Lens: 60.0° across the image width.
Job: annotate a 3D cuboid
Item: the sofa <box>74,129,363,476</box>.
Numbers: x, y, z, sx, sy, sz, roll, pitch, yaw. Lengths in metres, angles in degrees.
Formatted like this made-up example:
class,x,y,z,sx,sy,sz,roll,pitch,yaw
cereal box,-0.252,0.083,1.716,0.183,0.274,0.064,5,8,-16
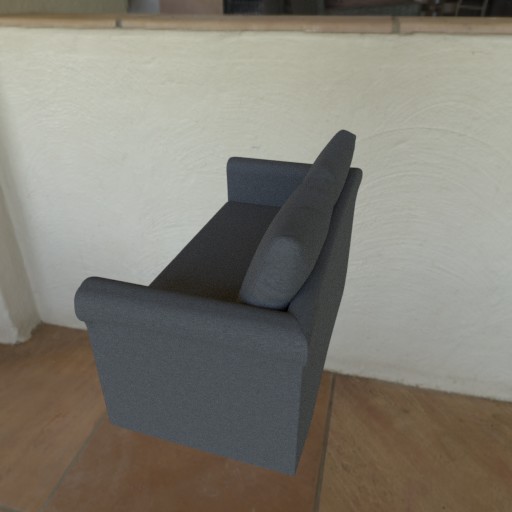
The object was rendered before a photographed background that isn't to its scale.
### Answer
class,x,y,z,sx,sy,sz,roll,pitch,yaw
sofa,0.000,0.000,1.949,0.741,0.872,1.460,9,31,15
